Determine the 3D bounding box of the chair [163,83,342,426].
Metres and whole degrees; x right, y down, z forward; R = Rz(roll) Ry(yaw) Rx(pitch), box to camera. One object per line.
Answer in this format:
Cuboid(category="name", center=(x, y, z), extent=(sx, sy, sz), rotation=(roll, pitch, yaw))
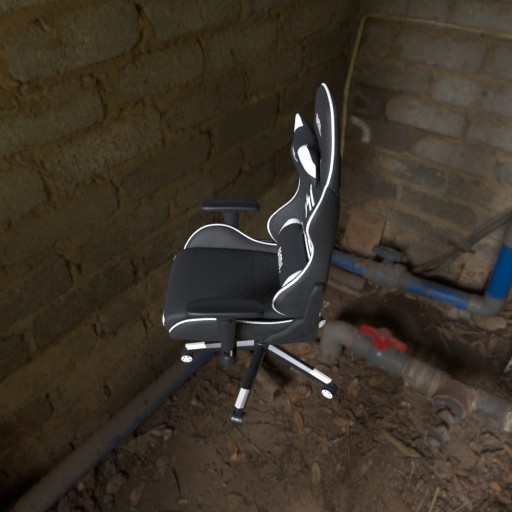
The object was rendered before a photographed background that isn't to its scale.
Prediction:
Cuboid(category="chair", center=(0.000, 0.000, 1.662), extent=(0.700, 1.240, 0.700), rotation=(-1, 40, -1))
